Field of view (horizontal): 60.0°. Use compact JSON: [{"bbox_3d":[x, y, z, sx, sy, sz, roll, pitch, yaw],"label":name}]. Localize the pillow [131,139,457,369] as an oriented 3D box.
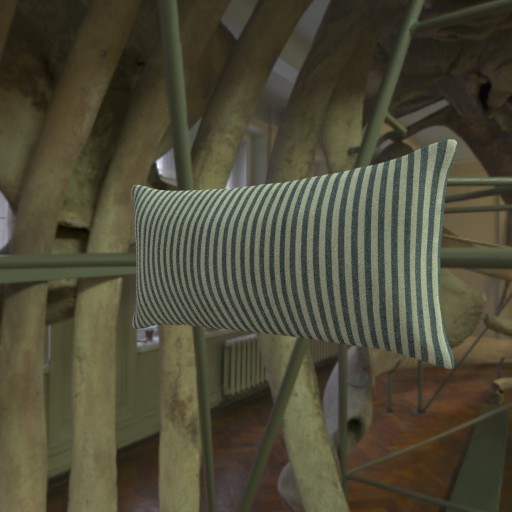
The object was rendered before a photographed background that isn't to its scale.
[{"bbox_3d":[0.000,0.000,0.735,0.617,0.295,0.151,0,-1,34],"label":"pillow"}]
